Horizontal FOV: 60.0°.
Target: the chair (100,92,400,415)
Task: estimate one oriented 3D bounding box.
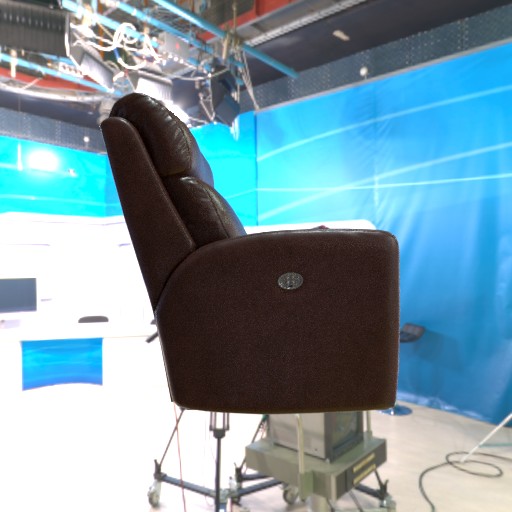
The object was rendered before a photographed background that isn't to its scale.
[{"bbox_3d":[0.000,0.000,1.672,0.939,1.016,0.787,0,0,0],"label":"chair"}]
